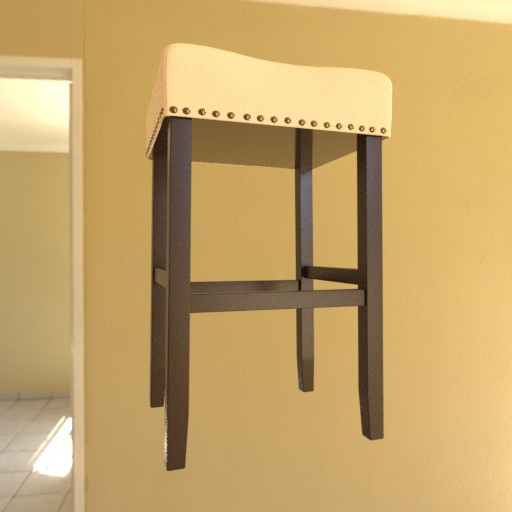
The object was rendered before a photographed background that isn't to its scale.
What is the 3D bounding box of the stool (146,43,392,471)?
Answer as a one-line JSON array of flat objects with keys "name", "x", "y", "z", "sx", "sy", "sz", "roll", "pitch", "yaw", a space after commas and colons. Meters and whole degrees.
[{"name": "stool", "x": 0.000, "y": 0.000, "z": 1.027, "sx": 0.471, "sy": 0.762, "sz": 0.401, "roll": 0, "pitch": 0, "yaw": -18}]
